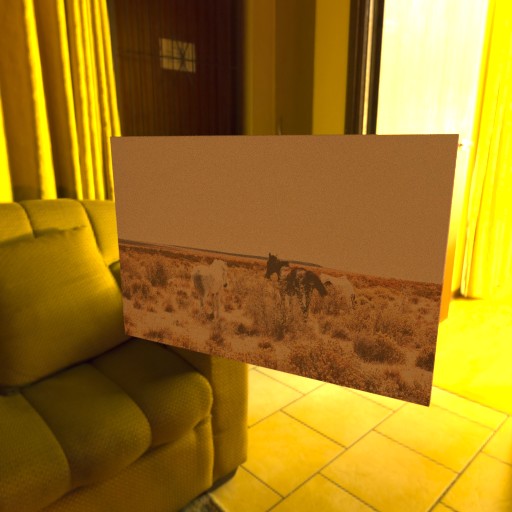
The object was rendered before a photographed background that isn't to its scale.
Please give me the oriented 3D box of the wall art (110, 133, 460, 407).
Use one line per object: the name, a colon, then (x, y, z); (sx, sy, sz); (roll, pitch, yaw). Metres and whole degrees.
wall art: (0.000, 0.000, 1.450); (1.138, 0.761, 0.051); (7, 16, 25)
